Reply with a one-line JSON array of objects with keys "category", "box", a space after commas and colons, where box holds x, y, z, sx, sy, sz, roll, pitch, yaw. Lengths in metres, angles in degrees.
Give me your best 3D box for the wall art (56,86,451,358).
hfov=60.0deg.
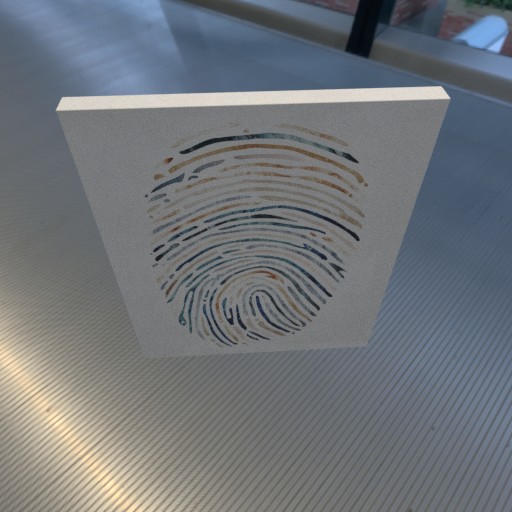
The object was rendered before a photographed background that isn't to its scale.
[{"category": "wall art", "box": [0.000, 0.000, 0.801, 0.508, 0.606, 0.037, -3, 47, -2]}]
